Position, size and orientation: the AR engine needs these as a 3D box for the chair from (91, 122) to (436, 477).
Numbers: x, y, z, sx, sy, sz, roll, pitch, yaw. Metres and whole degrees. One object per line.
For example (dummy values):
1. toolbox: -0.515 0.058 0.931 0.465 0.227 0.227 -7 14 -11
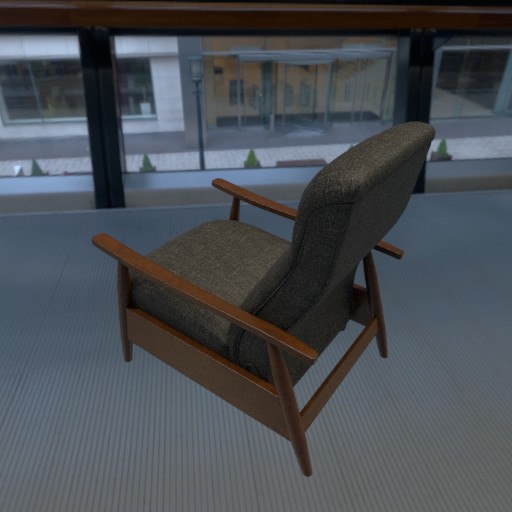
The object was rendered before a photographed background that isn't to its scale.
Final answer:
1. chair: 0.000 0.000 1.740 1.014 1.082 0.762 21 37 30
